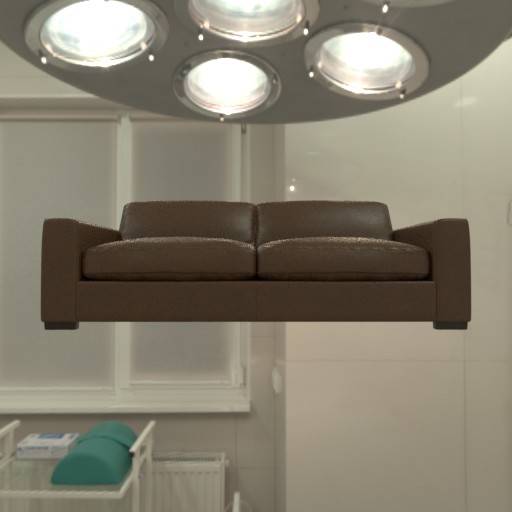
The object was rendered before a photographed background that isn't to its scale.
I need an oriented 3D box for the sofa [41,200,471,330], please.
[{"bbox_3d":[0.000,0.000,2.823,2.262,0.801,1.070,0,-1,0],"label":"sofa"}]
